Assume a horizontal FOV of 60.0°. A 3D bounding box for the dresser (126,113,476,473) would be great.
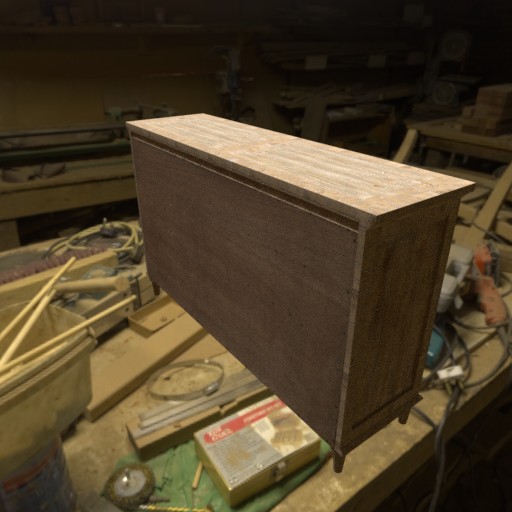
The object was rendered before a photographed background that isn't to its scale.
[{"bbox_3d":[0.000,0.000,2.034,0.457,1.016,1.626,-18,32,-32],"label":"dresser"}]
